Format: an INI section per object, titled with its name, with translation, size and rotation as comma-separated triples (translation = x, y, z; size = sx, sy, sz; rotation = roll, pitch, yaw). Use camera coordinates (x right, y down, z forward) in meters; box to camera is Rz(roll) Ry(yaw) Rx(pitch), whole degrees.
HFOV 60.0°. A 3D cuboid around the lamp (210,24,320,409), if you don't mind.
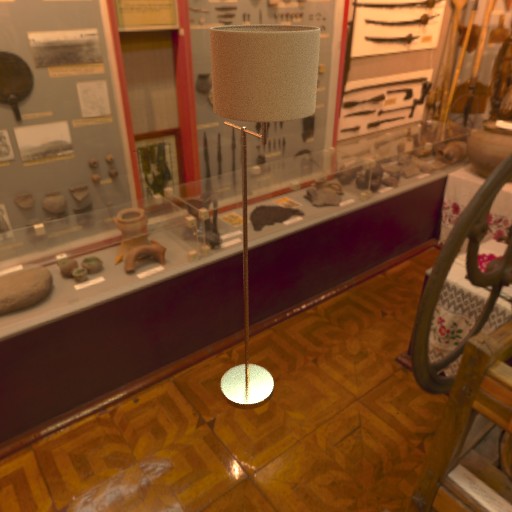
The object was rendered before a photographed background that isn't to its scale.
[lamp]
translation = 0.000, 0.000, 1.740
size = 0.324, 1.600, 0.416
rotation = -20, 36, -30
